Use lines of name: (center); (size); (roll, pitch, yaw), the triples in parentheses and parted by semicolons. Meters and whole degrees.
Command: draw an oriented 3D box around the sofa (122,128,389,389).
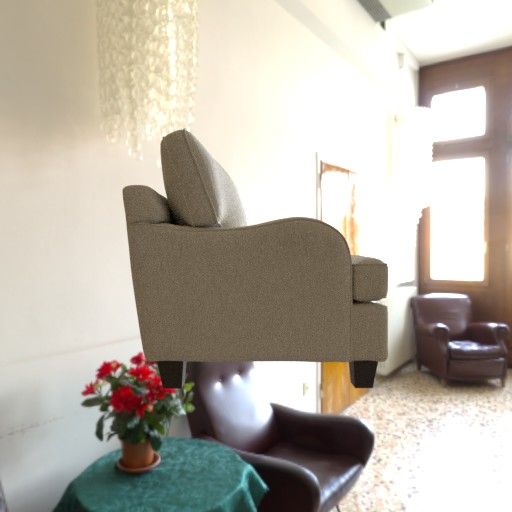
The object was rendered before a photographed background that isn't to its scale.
sofa: (0.000, 0.000, 2.786); (1.016, 0.991, 2.323); (0, 1, 0)
